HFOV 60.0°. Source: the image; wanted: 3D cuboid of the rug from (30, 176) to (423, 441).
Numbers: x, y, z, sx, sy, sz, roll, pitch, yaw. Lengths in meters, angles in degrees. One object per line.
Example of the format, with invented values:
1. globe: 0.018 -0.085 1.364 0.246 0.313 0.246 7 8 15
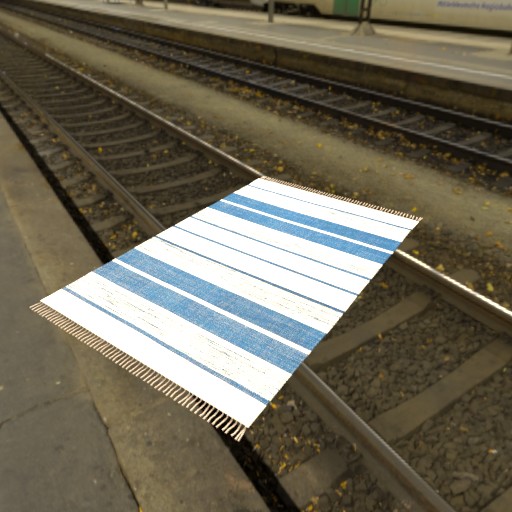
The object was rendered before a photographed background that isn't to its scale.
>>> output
1. rug: 0.000 0.000 3.052 1.532 0.010 2.441 21 38 29
